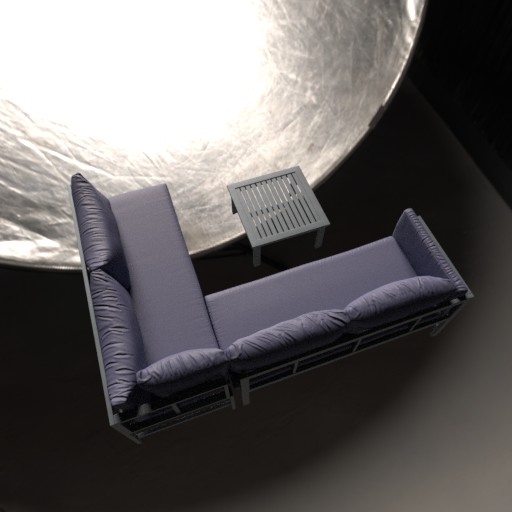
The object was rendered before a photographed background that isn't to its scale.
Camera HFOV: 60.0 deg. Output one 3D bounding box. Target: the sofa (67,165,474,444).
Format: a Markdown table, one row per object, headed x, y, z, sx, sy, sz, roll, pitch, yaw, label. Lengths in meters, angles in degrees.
| x | y | z | sx | sy | sz | roll | pitch | yaw | label |
| --- | --- | --- | --- | --- | --- | --- | --- | --- | --- |
| 0.000 | 0.000 | 3.024 | 2.149 | 0.762 | 1.658 | -17 | 61 | -10 | sofa |
